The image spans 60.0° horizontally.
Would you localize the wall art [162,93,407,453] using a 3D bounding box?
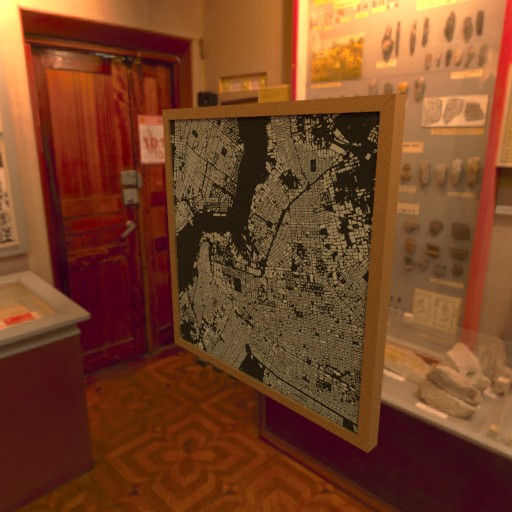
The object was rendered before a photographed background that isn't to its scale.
[{"bbox_3d":[0.000,0.000,2.967,0.099,1.926,1.926,-14,21,-42],"label":"wall art"}]
